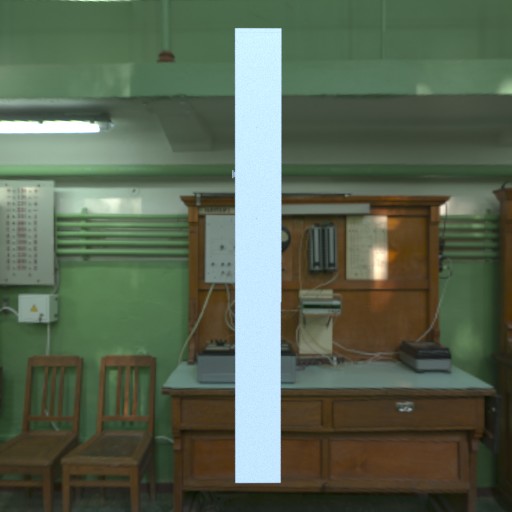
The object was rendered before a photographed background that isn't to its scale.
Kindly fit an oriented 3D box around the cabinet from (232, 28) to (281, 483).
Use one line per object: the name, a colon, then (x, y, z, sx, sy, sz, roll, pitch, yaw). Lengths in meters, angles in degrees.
cabinet: (0.000, 0.000, 2.047, 0.192, 1.770, 0.643, 0, 1, 0)
